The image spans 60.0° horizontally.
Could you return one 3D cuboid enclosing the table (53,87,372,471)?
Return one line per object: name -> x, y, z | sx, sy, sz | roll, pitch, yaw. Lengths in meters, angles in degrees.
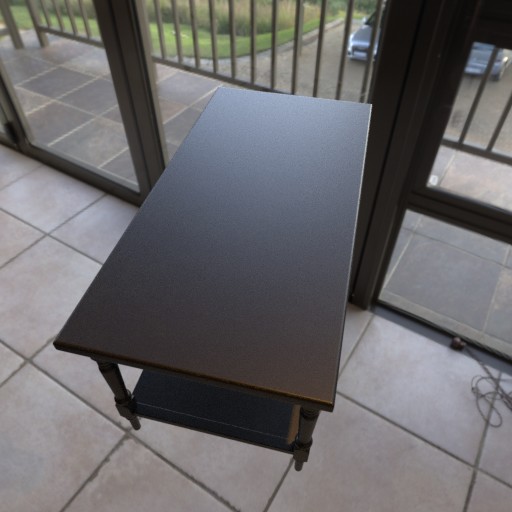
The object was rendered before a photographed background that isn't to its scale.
table -> 0.000, 0.000, 1.371 | 0.550, 0.510, 1.107 | 10, 47, 9
